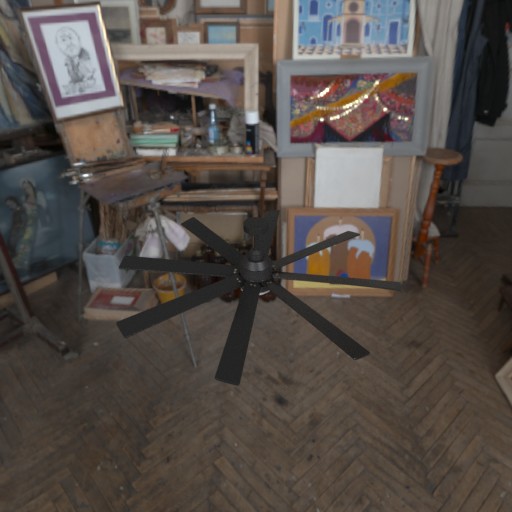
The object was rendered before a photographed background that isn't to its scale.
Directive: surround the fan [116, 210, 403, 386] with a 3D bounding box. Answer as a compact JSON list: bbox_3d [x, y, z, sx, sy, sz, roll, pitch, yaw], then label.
[{"bbox_3d":[0.000,0.000,2.792,1.830,0.472,1.830,-21,38,-30],"label":"fan"}]
